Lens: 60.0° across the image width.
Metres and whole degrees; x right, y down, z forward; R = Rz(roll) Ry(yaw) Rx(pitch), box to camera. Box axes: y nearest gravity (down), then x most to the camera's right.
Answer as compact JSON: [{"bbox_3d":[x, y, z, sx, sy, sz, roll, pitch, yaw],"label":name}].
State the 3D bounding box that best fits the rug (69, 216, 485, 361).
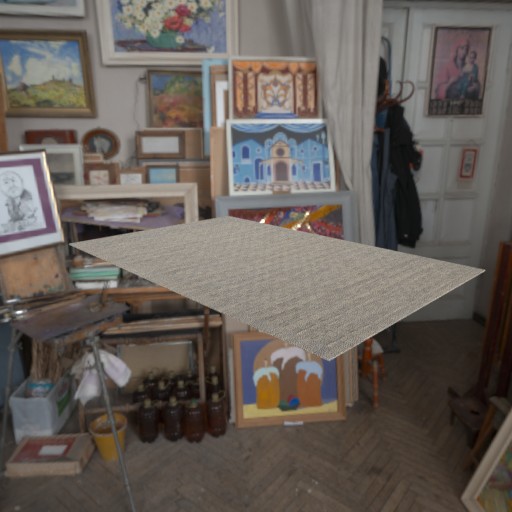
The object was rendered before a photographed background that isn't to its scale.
[{"bbox_3d":[0.000,0.000,2.195,1.142,0.006,1.752,-15,22,-42],"label":"rug"}]
